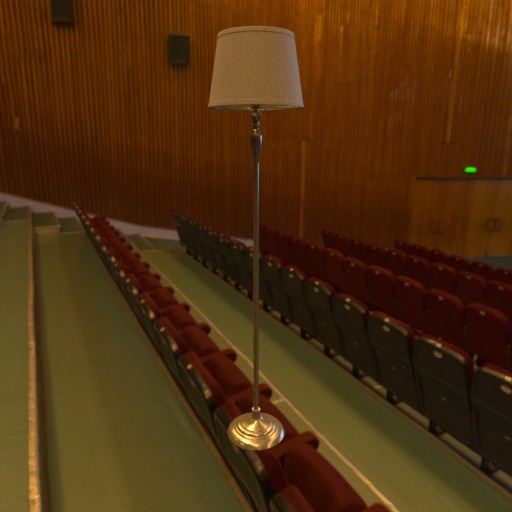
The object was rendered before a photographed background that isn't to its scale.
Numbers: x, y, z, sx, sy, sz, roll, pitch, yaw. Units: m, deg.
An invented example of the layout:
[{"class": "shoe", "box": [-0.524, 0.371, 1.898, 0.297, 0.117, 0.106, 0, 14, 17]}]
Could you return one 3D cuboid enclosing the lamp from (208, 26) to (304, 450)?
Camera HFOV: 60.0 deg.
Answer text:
[{"class": "lamp", "box": [0.000, 0.000, 1.655, 0.327, 1.506, 0.327, -7, 16, -26]}]
